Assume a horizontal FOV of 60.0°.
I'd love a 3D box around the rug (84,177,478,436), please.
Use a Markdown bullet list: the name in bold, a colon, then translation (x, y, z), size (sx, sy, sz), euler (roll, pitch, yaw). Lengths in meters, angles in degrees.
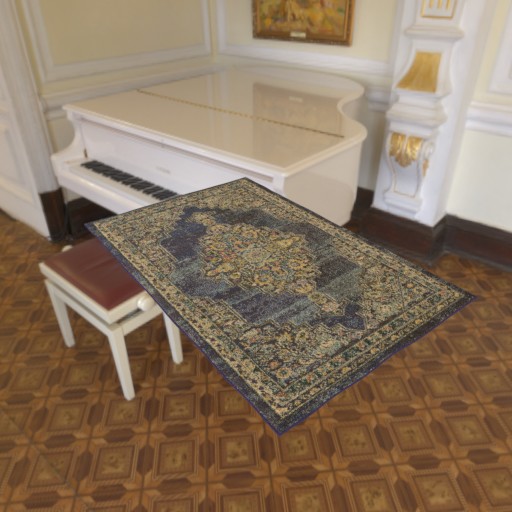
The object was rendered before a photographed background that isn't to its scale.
- **rug**: translation (0.000, 0.000, 2.302), size (1.184, 0.012, 1.781), euler (-22, 39, -31)
